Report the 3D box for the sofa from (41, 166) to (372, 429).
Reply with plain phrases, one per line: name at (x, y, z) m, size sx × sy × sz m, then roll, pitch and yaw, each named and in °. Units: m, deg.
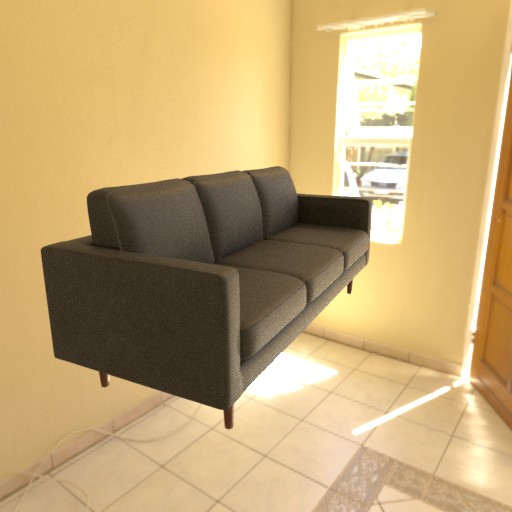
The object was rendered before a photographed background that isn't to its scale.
sofa at (0.000, 0.000, 2.480) m, size 0.879 × 0.899 × 2.029 m, roll 8°, pitch 17°, yaw 26°
